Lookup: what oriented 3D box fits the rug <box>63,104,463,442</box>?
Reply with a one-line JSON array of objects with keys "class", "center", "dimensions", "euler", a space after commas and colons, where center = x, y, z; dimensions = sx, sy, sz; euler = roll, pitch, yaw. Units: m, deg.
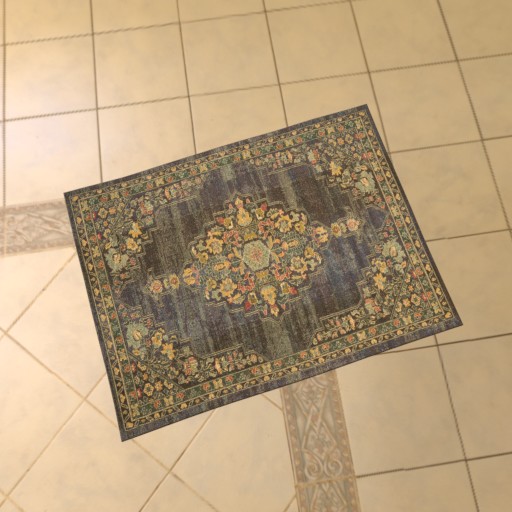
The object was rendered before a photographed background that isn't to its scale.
[{"class": "rug", "center": [0.000, 0.000, 4.723], "dimensions": [3.612, 0.035, 2.716], "euler": [-18, 76, -4]}]
